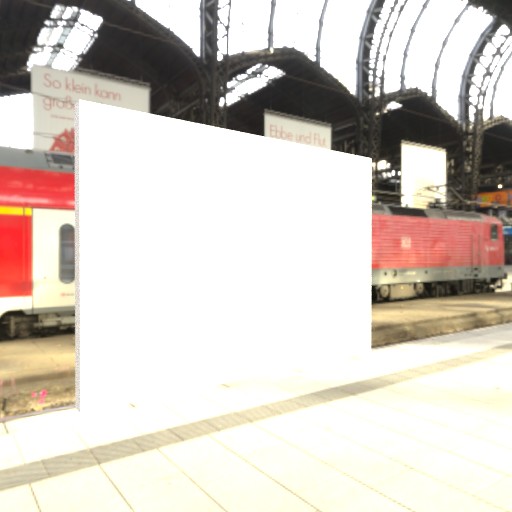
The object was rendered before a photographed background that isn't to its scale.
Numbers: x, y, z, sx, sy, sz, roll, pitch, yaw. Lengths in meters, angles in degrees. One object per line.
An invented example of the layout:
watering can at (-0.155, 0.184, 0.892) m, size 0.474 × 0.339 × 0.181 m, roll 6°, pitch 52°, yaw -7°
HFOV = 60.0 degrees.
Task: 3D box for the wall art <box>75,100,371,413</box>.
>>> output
wall art at (0.000, 0.000, 1.688) m, size 1.308 × 0.902 × 0.051 m, roll 0°, pitch 1°, yaw -37°
